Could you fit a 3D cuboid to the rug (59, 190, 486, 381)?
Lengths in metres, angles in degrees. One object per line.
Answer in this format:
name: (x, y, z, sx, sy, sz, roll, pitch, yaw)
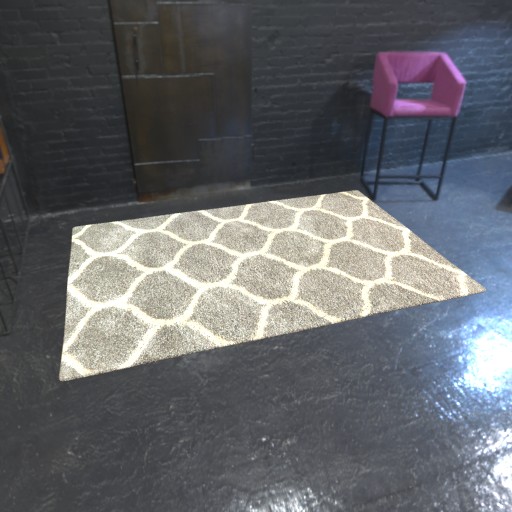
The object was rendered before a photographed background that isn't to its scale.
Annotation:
rug: (0.000, 0.000, 3.372, 2.701, 0.026, 1.801, -9, 32, -15)
